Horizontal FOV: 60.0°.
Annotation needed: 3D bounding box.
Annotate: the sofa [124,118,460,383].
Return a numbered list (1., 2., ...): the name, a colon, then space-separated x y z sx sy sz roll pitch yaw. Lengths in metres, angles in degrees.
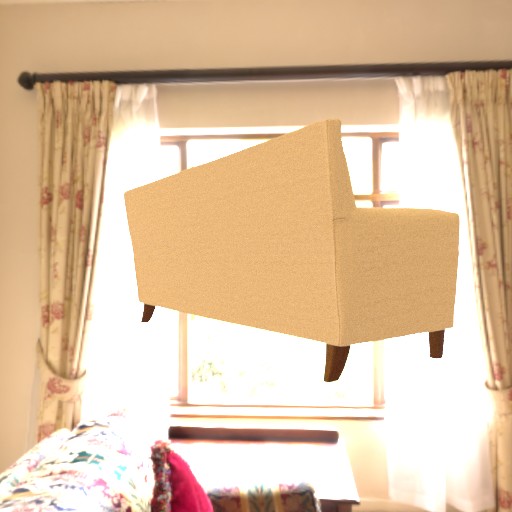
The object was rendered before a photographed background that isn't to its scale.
1. sofa: 0.000 0.000 2.479 0.841 0.907 2.001 0 0 -35
